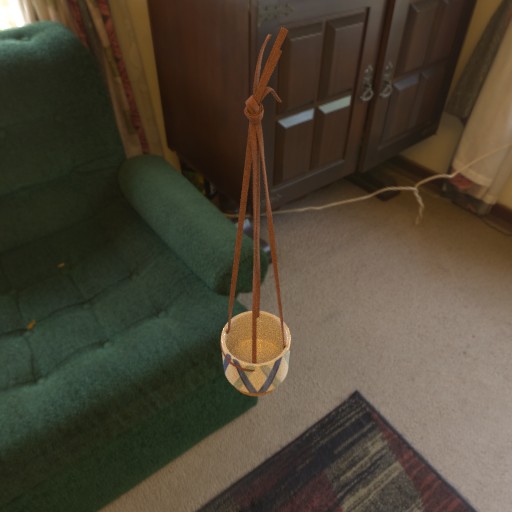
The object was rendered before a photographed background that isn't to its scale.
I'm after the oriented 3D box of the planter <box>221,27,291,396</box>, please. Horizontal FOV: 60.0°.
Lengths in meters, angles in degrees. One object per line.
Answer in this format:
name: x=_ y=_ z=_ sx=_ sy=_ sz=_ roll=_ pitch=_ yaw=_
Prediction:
planter: x=0.000 y=0.000 z=0.815 sx=0.153 sy=0.753 sz=0.157 roll=26 pitch=48 yaw=26
